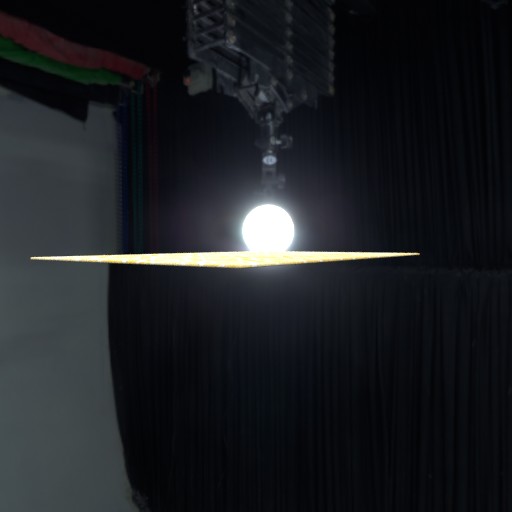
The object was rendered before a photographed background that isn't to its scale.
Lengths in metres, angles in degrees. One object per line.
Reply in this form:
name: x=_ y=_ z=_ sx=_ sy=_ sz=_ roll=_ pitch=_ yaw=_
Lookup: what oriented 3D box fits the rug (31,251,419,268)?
rug: x=0.000 y=0.000 z=2.386 sx=1.213 sy=0.010 sz=1.829 roll=1 pitch=2 yaw=36
